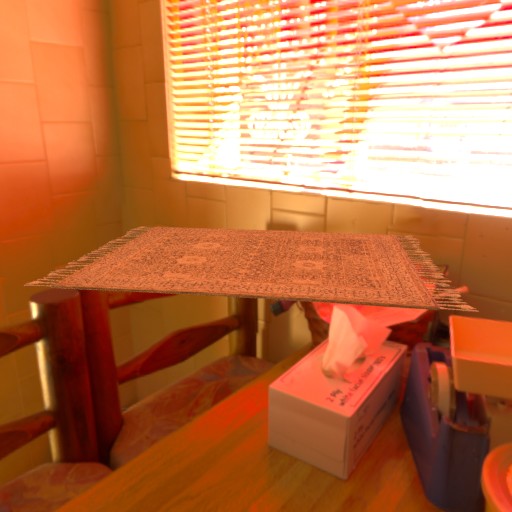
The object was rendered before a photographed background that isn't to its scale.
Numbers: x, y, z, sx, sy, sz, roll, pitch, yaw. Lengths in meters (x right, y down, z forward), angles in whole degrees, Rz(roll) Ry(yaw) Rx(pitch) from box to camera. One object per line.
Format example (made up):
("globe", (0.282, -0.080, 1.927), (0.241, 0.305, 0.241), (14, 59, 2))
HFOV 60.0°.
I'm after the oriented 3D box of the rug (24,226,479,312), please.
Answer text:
("rug", (0.000, 0.000, 3.104), (2.465, 0.023, 1.619), (2, 16, 9))
